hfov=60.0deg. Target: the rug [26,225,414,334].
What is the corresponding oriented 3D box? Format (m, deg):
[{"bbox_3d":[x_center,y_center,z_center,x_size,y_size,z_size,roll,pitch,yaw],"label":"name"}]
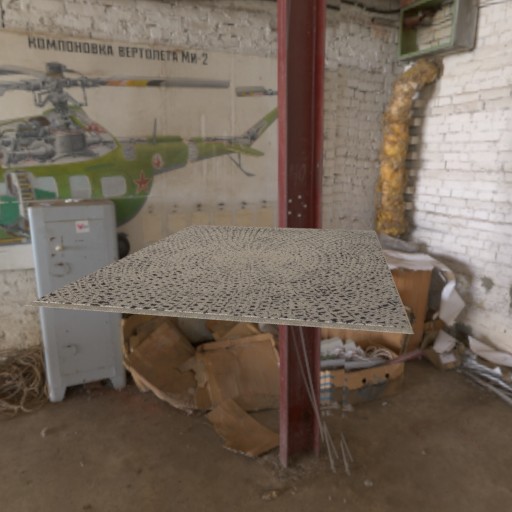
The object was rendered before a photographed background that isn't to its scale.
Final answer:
[{"bbox_3d":[0.000,0.000,2.089,1.190,0.003,1.634,3,13,11],"label":"rug"}]
